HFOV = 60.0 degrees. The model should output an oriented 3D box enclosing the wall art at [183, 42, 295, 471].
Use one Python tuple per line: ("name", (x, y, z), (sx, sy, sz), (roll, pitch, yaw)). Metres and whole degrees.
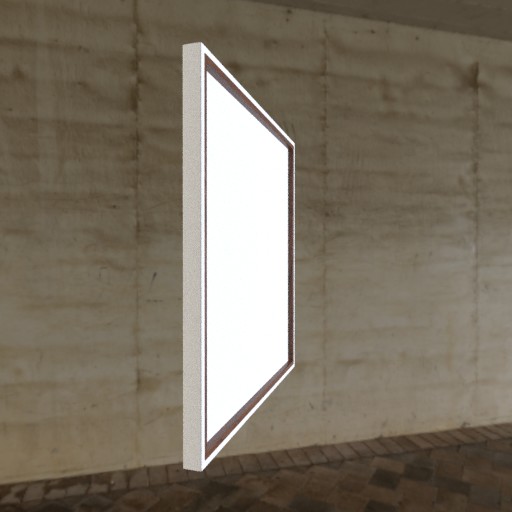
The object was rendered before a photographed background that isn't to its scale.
("wall art", (0.000, 0.000, 1.527), (0.049, 1.009, 1.009), (0, 0, 17))
